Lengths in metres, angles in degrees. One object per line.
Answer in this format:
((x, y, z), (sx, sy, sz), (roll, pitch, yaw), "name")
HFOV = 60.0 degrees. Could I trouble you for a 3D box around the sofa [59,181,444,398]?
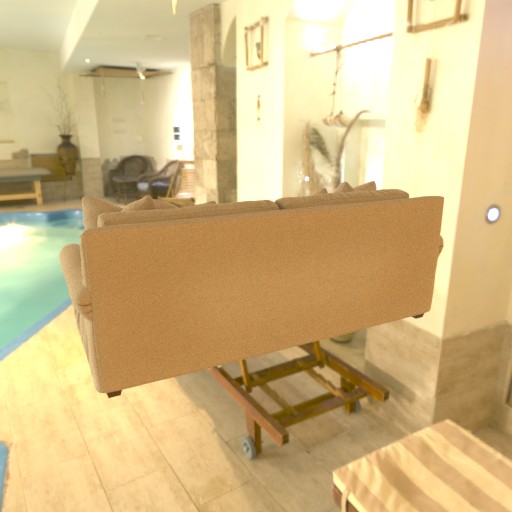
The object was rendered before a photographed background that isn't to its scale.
((0.000, 0.000, 2.854), (2.285, 0.904, 1.067), (-8, 18, -26), "sofa")
